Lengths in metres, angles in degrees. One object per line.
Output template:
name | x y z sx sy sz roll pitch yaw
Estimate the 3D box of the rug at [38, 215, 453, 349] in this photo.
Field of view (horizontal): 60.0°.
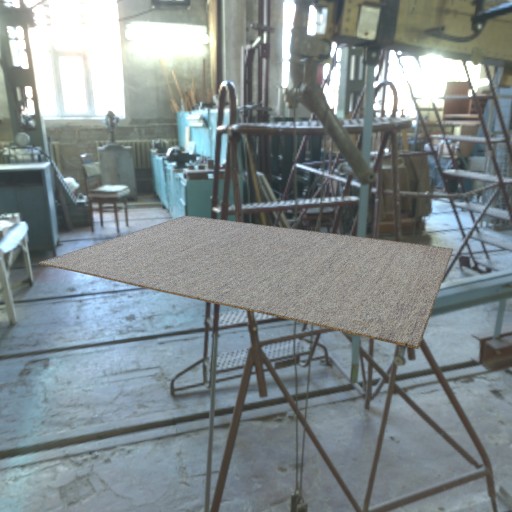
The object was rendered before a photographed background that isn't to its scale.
rug | 0.000 0.000 2.931 2.283 0.013 1.547 9 20 26
